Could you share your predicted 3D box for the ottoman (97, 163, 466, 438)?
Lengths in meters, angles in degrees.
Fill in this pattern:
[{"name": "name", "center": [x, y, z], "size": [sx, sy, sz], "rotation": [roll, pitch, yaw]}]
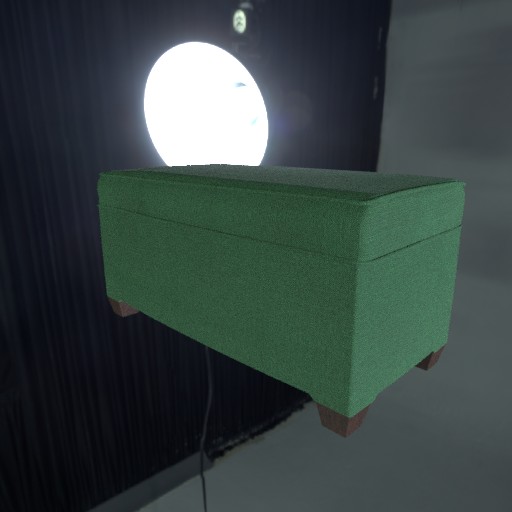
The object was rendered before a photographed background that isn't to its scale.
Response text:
[{"name": "ottoman", "center": [0.000, 0.000, 1.221], "size": [0.957, 0.471, 0.483], "rotation": [14, 21, 43]}]
